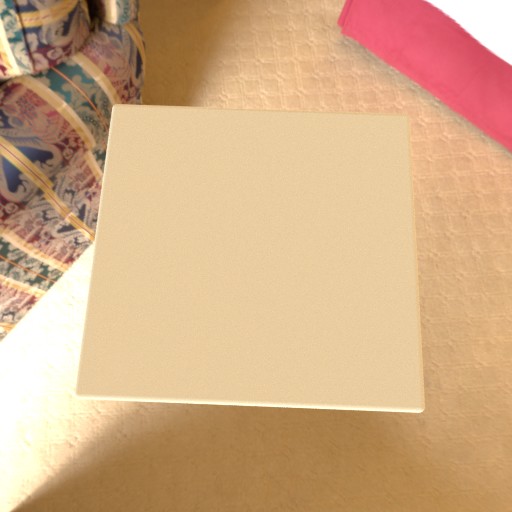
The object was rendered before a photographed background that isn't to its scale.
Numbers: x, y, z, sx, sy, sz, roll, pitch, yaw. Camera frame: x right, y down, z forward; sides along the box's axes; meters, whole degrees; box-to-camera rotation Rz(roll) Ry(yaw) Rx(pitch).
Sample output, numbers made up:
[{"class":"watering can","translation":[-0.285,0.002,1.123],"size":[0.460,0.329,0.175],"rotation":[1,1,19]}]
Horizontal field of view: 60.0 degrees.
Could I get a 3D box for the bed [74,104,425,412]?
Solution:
[{"class":"bed","translation":[0.000,0.000,3.072],"size":[2.049,0.616,1.930],"rotation":[2,76,1]}]
